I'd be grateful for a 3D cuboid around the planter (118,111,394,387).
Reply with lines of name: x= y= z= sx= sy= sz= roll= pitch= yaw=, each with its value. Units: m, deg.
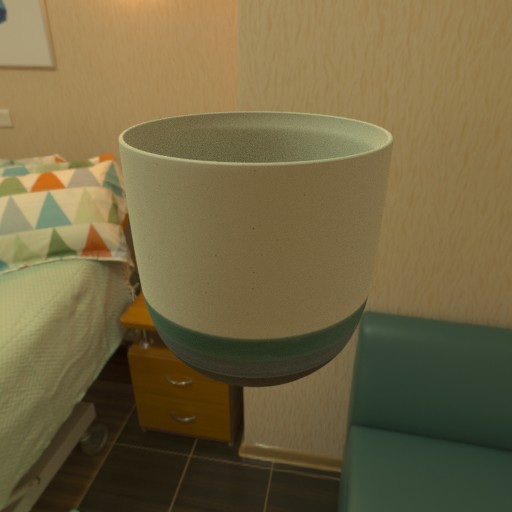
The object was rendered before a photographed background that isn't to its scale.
planter: x=0.000 y=0.000 z=0.387 sx=0.204 sy=0.214 sz=0.204 roll=0 pitch=26 yaw=0
